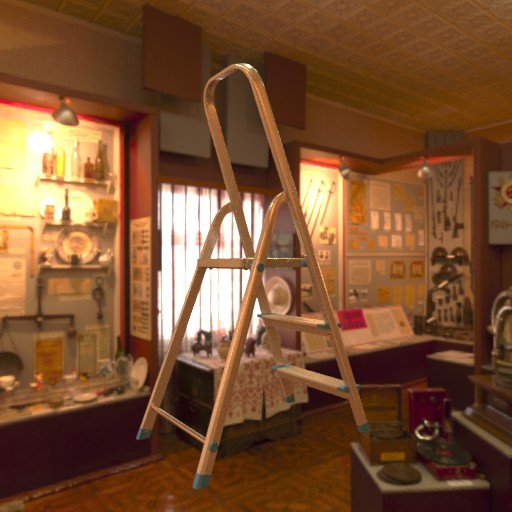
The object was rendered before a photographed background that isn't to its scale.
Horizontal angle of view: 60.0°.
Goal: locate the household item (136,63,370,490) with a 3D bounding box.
[{"bbox_3d":[0.000,0.000,1.518,0.687,1.215,0.420,1,-1,-36],"label":"household item"}]
